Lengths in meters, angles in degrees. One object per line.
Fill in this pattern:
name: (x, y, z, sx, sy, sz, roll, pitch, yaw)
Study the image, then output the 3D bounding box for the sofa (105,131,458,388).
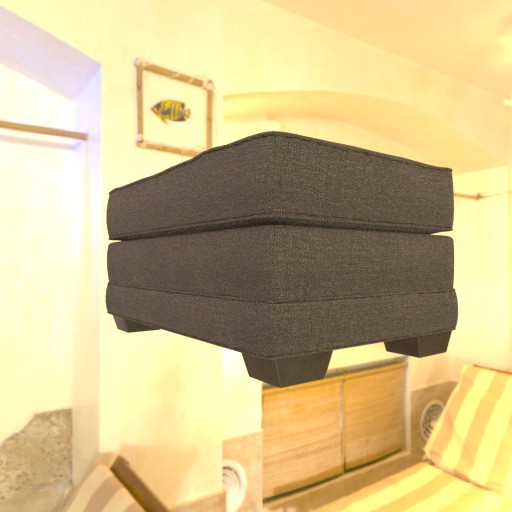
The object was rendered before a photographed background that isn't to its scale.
sofa: (0.000, 0.000, 1.222, 0.578, 0.457, 0.854, 1, -1, -36)
